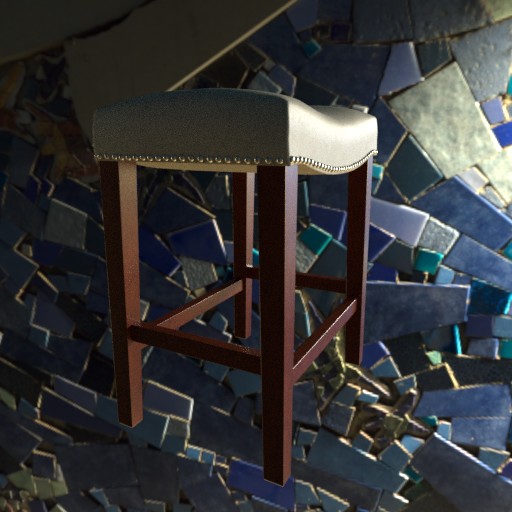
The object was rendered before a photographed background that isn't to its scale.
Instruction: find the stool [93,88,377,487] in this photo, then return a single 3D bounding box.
[{"bbox_3d":[0.000,0.000,0.947,0.375,0.632,0.509,8,17,27],"label":"stool"}]
